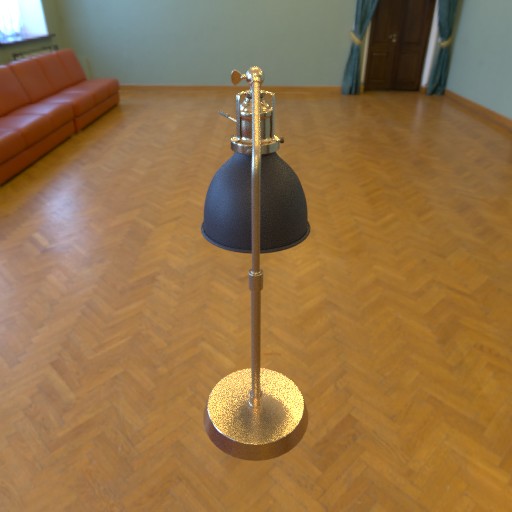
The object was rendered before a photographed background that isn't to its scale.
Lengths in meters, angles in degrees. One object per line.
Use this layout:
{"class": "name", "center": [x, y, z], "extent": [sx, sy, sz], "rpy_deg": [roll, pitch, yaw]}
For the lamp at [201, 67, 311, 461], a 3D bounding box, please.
{"class": "lamp", "center": [0.000, 0.000, 0.597], "extent": [0.160, 0.456, 0.291], "rpy_deg": [0, 30, 0]}
